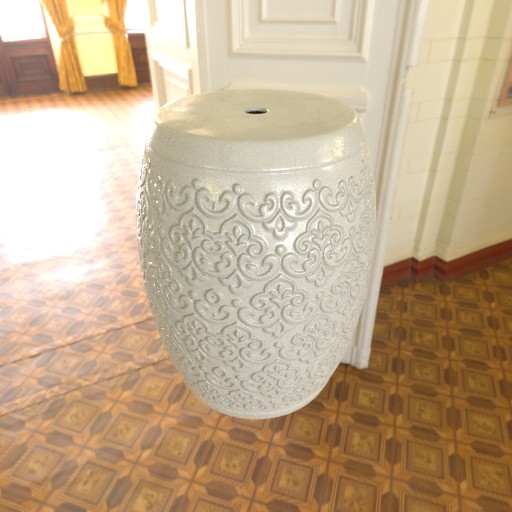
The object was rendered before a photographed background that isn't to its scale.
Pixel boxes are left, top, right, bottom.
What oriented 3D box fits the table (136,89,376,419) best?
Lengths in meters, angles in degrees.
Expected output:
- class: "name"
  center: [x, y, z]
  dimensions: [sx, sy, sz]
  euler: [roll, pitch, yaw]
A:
- class: "table"
  center: [0.000, 0.000, 0.611]
  dimensions: [0.309, 0.397, 0.309]
  euler: [0, 32, 0]
